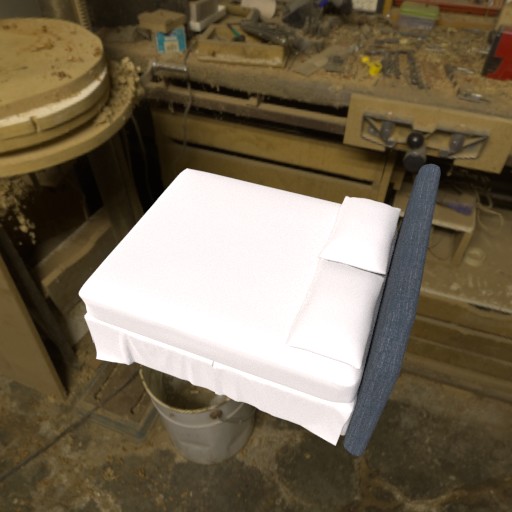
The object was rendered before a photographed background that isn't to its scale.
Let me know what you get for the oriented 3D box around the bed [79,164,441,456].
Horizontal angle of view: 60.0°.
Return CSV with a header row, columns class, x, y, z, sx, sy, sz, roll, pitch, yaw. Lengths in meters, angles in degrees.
class,x,y,z,sx,sy,sz,roll,pitch,yaw
bed,0.000,0.000,3.328,2.208,1.297,1.828,16,48,15
